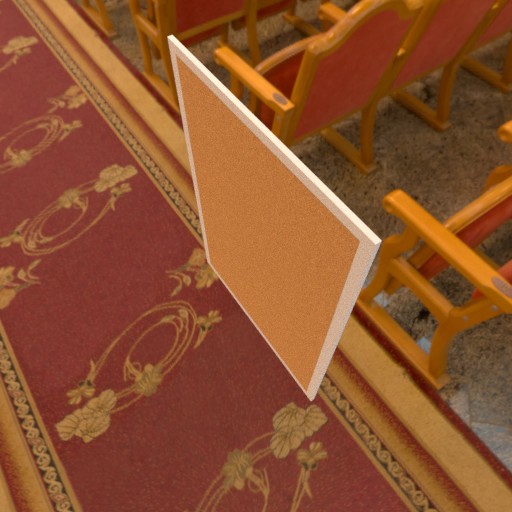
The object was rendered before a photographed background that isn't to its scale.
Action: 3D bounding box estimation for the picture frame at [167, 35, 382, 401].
[{"bbox_3d":[0.000,0.000,1.218,0.013,0.940,0.659,-30,63,-18],"label":"picture frame"}]
